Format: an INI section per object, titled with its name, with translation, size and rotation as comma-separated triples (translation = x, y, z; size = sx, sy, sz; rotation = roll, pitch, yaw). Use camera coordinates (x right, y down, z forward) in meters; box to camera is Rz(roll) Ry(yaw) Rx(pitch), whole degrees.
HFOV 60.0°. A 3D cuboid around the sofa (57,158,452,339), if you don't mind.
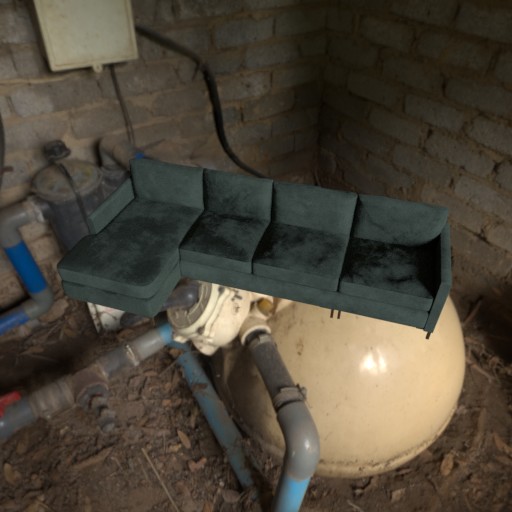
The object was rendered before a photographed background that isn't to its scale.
[sofa]
translation = 0.000, 0.000, 4.200
size = 3.400, 0.967, 1.500
rotation = 11, 41, 13
